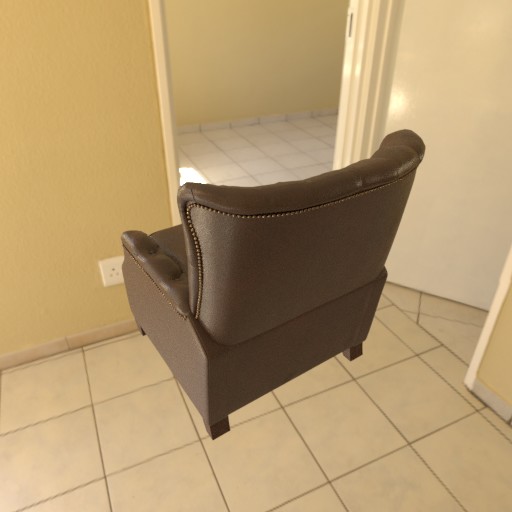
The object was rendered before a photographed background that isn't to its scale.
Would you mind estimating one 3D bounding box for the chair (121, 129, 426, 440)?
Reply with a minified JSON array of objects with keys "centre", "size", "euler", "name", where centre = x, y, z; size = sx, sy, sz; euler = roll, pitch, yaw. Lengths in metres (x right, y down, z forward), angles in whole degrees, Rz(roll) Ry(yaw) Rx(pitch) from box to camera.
[{"centre":[0.000,0.000,1.471],"size":[0.709,0.864,0.823],"euler":[-20,37,-28],"name":"chair"}]
